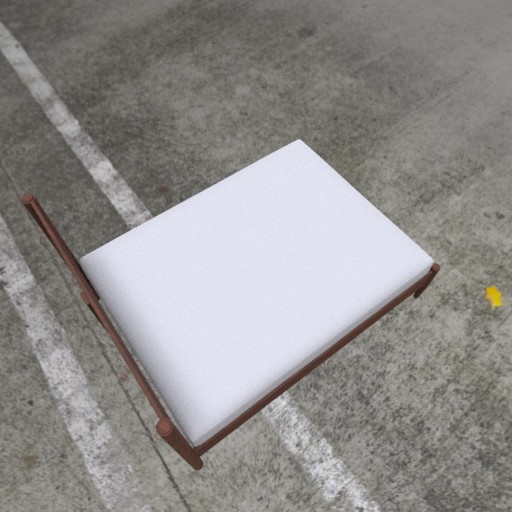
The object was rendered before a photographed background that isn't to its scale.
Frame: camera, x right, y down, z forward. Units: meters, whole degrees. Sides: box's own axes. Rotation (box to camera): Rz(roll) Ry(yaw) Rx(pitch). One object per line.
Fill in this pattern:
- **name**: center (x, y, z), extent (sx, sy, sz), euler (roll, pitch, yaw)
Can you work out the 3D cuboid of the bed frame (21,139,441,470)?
- **bed frame**: center (0.000, 0.000, 3.154), extent (2.234, 1.321, 1.655), euler (-32, 64, -18)
